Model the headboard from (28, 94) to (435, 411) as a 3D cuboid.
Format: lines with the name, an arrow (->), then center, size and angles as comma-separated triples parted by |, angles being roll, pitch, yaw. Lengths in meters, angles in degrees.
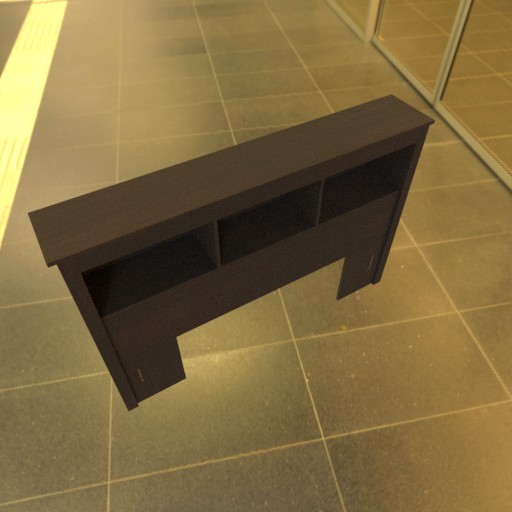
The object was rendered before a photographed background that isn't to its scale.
headboard -> 0.000, 0.000, 2.139 | 1.671, 1.092, 0.279 | -23, 51, -20
